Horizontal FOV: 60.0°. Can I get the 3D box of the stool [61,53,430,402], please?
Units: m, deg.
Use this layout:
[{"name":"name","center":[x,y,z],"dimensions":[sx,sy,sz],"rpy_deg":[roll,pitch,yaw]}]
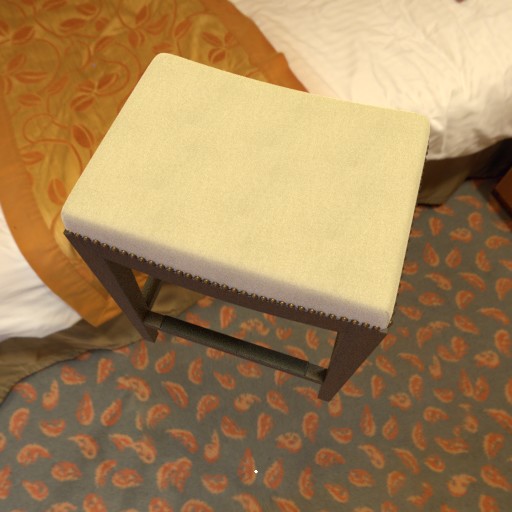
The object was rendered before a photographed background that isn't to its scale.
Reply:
[{"name":"stool","center":[0.000,0.000,0.922],"dimensions":[0.500,0.642,0.361],"rpy_deg":[17,65,8]}]
